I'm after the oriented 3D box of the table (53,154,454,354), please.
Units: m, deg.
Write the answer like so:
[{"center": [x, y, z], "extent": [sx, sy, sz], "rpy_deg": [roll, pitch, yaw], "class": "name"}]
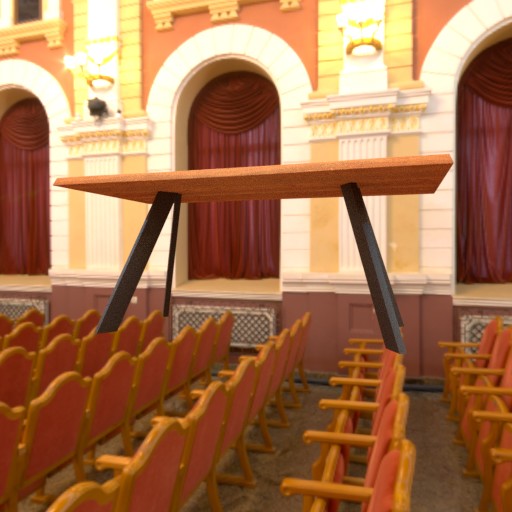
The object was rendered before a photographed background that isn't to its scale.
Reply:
[{"center": [0.000, 0.000, 2.320], "extent": [1.800, 0.770, 0.900], "rpy_deg": [0, 1, 18], "class": "table"}]
